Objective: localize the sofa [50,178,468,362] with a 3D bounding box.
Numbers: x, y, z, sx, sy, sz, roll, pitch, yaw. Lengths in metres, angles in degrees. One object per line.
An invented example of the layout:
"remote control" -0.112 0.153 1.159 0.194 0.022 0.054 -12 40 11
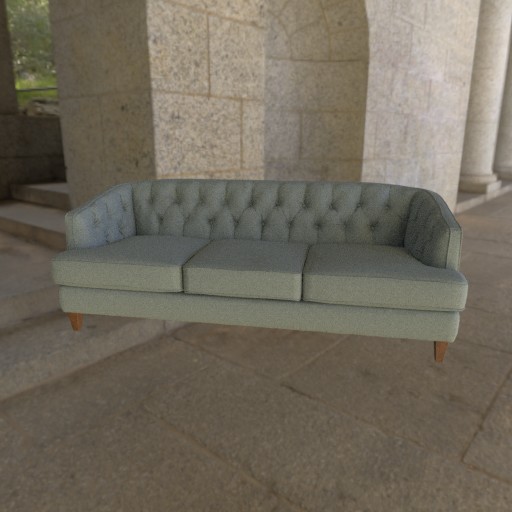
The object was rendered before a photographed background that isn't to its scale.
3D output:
"sofa" 0.000 0.000 2.761 2.278 0.855 0.941 3 16 10
